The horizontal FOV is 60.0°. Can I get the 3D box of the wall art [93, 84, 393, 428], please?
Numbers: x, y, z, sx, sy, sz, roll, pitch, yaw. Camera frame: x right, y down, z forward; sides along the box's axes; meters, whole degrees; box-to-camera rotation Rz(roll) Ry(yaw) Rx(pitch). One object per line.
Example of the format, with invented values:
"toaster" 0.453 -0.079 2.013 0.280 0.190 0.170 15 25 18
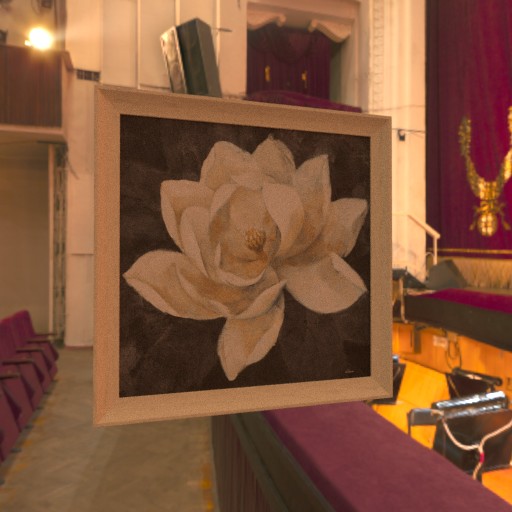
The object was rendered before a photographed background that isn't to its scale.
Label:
"wall art" 0.000 0.000 1.479 1.016 1.016 0.045 0 -1 -17
